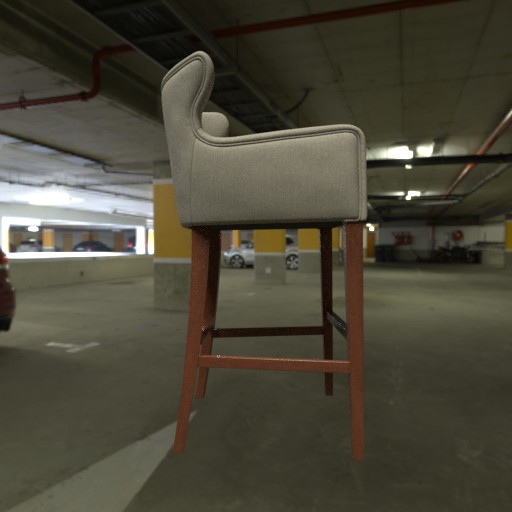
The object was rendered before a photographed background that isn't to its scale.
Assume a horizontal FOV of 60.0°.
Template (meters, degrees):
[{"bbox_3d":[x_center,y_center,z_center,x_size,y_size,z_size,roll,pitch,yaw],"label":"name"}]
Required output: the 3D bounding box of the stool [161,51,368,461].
[{"bbox_3d":[0.000,0.000,1.398,0.575,1.047,0.575,0,1,1],"label":"stool"}]
